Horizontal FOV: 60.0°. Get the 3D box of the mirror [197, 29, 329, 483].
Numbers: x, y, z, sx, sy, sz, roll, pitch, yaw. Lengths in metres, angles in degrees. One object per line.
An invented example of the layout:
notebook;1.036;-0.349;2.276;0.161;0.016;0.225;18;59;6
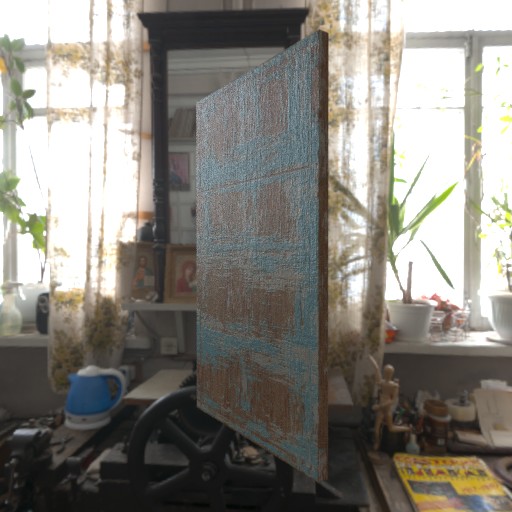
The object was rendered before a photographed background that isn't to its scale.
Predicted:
mirror;0.000;0.000;1.500;0.083;1.213;0.707;0;1;-35
